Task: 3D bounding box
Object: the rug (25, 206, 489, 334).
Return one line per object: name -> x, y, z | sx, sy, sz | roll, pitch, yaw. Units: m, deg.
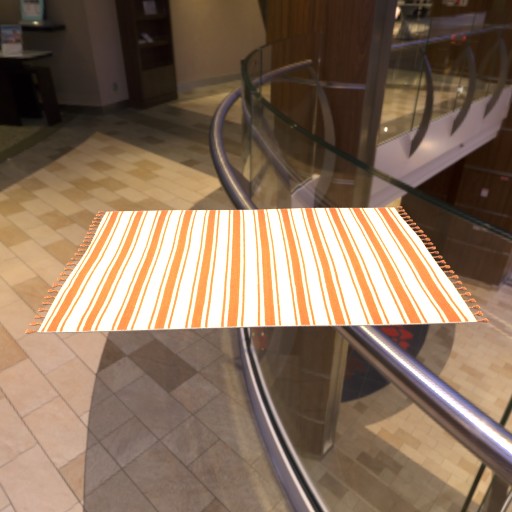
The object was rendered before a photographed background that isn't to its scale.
rug -> 0.000, 0.000, 2.495 | 2.092, 0.017, 1.232 | -1, 31, -2
